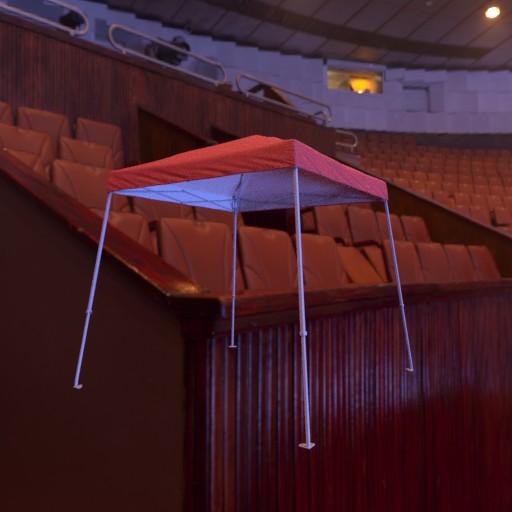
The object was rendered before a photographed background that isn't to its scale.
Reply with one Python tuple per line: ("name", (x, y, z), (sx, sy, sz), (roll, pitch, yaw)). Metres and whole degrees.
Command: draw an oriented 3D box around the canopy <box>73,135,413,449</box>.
("canopy", (0.000, 0.000, 6.571), (3.600, 3.600, 3.599), (-1, -1, 34))
